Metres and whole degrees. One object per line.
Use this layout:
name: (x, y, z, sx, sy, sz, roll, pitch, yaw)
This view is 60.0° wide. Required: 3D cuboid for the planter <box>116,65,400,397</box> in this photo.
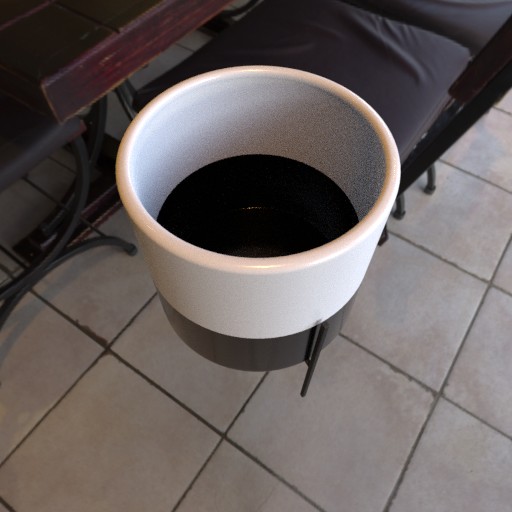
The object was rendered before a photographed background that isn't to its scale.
planter: (0.000, 0.000, 0.653, 0.310, 0.432, 0.310, 13, 58, 8)
